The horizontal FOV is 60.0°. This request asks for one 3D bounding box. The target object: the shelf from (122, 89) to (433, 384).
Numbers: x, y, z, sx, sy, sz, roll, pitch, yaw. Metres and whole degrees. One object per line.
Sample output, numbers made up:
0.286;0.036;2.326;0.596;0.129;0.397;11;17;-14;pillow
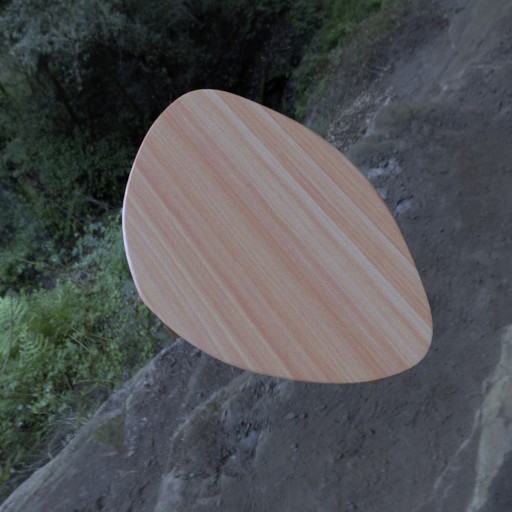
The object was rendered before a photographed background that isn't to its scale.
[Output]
0.000;0.000;1.635;0.845;0.440;1.246;-33;69;-14;shelf
